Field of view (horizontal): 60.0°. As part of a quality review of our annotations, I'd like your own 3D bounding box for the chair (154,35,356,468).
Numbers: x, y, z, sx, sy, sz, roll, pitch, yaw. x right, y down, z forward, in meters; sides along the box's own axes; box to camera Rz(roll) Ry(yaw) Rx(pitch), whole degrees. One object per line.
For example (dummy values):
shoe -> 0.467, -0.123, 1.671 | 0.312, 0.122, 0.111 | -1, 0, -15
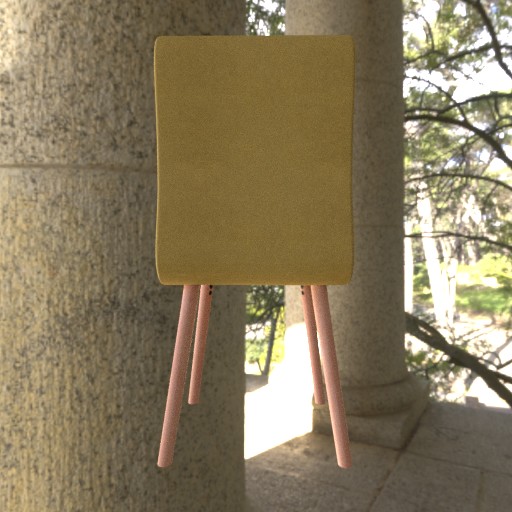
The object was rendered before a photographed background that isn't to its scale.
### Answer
chair -> 0.000, 0.000, 1.238 | 0.450, 0.965, 0.550 | 0, 0, 1
